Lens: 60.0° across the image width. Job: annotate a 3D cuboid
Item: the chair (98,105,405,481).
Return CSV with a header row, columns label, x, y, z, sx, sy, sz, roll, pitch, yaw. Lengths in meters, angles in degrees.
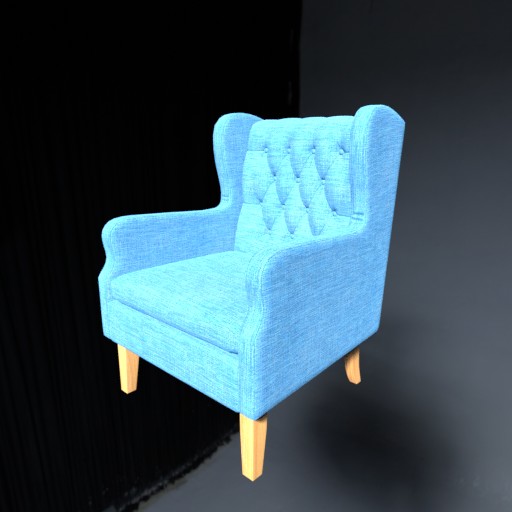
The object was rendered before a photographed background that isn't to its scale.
label,x,y,z,sx,sy,sz,roll,pitch,yaw
chair,0.000,0.000,1.482,0.711,0.952,0.775,13,20,41
